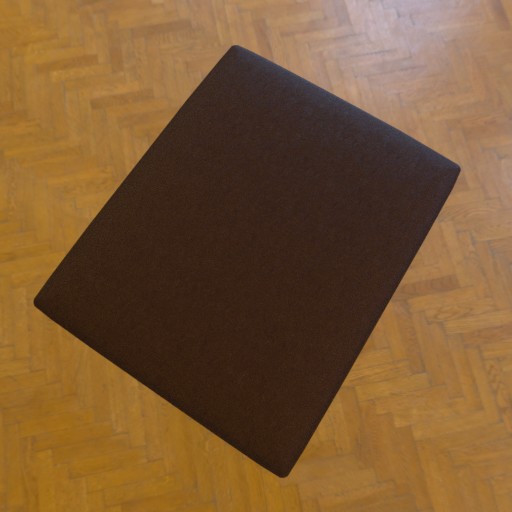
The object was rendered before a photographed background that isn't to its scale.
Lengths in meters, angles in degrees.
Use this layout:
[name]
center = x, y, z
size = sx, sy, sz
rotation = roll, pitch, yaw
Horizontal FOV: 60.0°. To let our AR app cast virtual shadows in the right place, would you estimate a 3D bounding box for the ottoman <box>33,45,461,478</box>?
[ottoman]
center = 0.000, 0.000, 1.755
size = 0.967, 0.730, 1.187
rotation = 32, 77, 8
